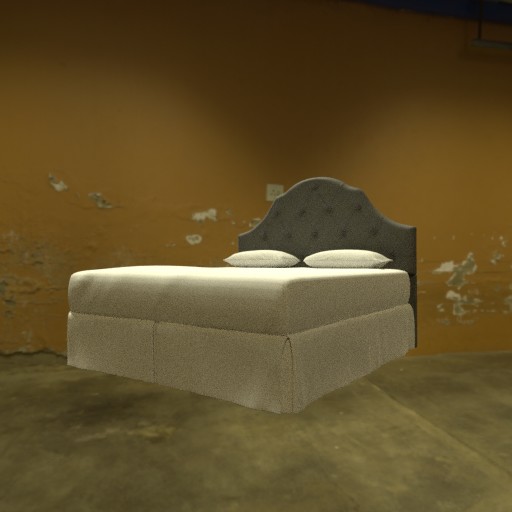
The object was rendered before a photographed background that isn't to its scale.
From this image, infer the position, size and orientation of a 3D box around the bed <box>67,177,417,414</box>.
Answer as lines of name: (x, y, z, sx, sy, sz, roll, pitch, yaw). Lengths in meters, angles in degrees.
bed: (0.000, 0.000, 3.608, 2.008, 1.615, 2.214, -1, -1, 35)
